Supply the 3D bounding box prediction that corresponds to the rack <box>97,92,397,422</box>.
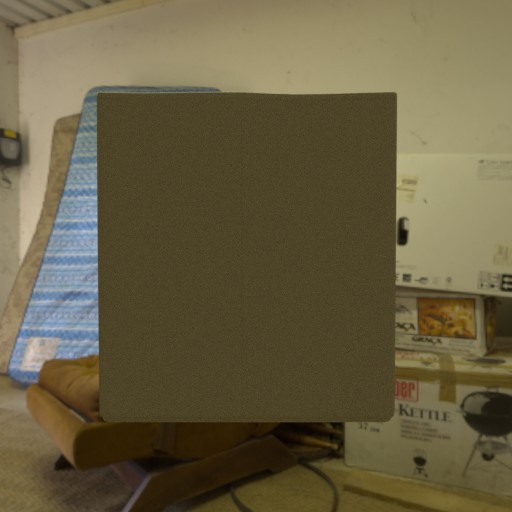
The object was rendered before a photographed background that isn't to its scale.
[{"bbox_3d":[0.000,0.000,0.504,0.270,0.280,0.270,0,1,0],"label":"rack"}]
